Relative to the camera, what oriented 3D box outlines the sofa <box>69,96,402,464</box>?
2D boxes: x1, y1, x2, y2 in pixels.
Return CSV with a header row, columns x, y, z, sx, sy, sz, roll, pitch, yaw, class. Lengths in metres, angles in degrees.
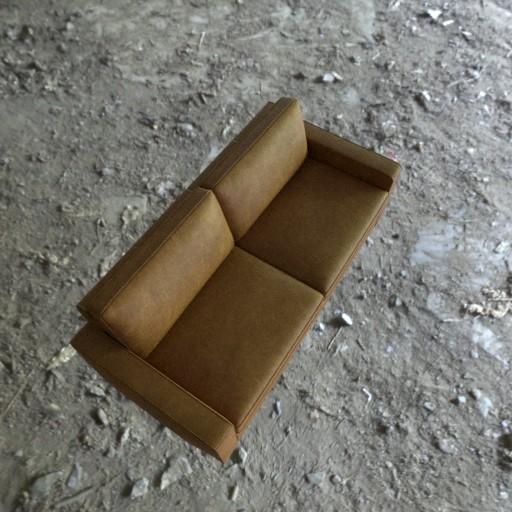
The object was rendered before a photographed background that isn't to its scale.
x,y,z,sx,sy,sz,roll,pitch,yaw,class
0.000,0.000,2.742,0.991,0.928,2.156,30,64,16,sofa
